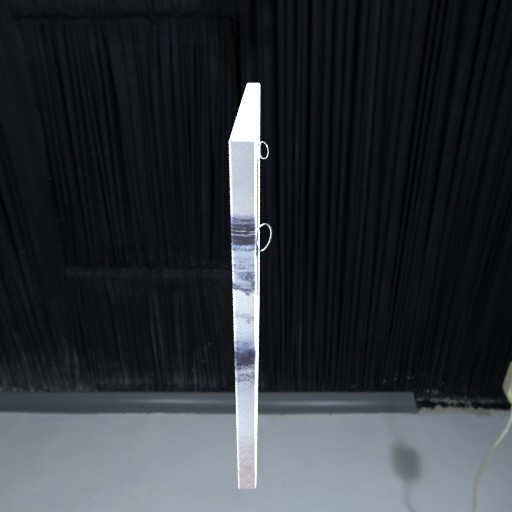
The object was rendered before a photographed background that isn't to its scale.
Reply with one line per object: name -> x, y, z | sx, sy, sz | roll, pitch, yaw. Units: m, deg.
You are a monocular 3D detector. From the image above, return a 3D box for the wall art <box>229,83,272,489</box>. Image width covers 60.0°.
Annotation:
wall art -> 0.000, 0.000, 1.123 | 0.065, 0.747, 0.755 | 0, 27, 1
